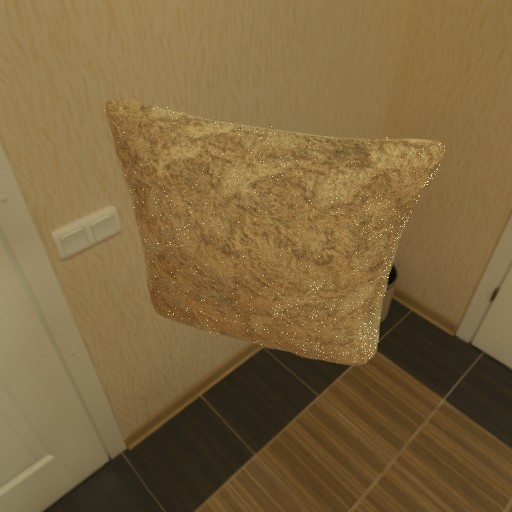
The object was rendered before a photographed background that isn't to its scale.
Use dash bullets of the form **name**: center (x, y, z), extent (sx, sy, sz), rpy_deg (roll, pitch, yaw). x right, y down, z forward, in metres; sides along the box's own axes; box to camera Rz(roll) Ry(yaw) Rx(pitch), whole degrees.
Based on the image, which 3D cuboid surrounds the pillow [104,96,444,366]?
- **pillow**: center (0.000, 0.000, 0.817), extent (0.538, 0.525, 0.216), rpy_deg (12, 43, 13)
